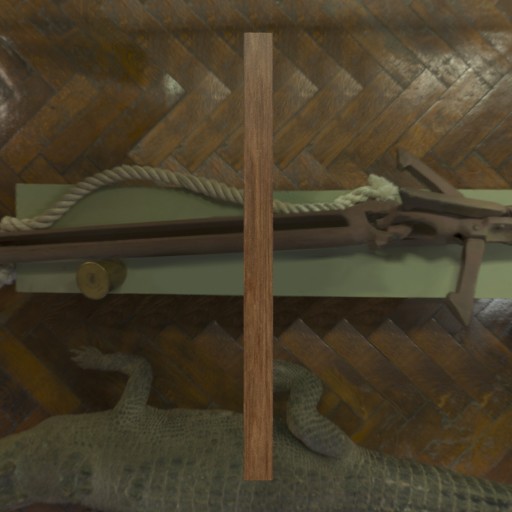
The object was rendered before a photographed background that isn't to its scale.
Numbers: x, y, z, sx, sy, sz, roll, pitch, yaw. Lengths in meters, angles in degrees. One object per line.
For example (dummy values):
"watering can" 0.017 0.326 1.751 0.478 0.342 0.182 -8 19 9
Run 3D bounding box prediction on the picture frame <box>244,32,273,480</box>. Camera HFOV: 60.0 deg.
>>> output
"picture frame" 0.000 0.000 0.542 0.025 0.330 0.381 0 90 -1
